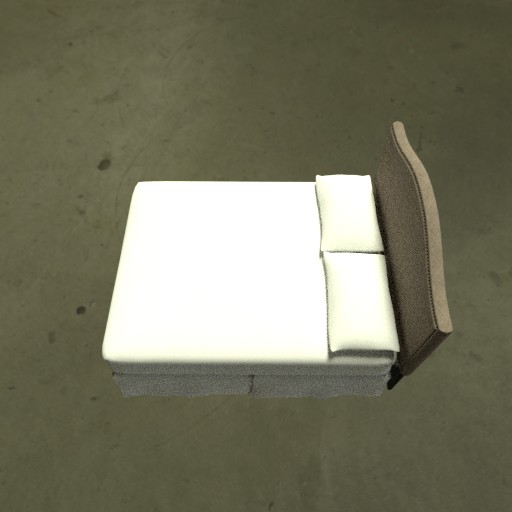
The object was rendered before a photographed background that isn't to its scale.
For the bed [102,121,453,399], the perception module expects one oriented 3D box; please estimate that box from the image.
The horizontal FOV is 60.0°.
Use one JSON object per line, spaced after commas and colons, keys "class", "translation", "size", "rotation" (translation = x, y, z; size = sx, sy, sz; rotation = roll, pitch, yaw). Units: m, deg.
{"class": "bed", "translation": [0.000, 0.000, 3.287], "size": [2.153, 1.518, 1.713], "rotation": [0, 58, 0]}
